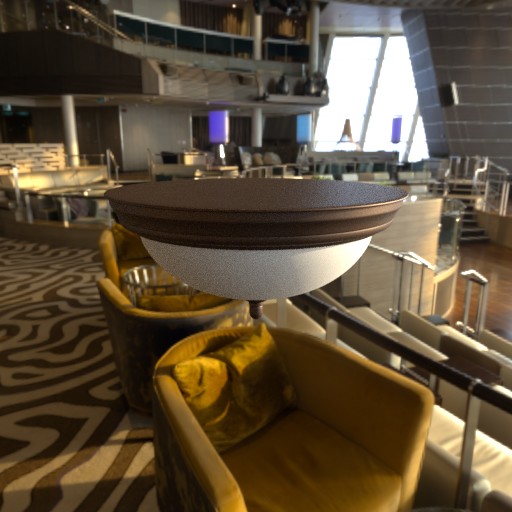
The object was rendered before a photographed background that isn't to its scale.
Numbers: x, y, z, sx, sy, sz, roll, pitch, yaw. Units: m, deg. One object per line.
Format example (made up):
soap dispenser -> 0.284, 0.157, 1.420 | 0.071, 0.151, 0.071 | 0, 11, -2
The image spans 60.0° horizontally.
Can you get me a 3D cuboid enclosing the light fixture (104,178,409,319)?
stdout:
light fixture -> 0.000, 0.000, 0.445 | 0.280, 0.135, 0.280 | 0, 14, 0
